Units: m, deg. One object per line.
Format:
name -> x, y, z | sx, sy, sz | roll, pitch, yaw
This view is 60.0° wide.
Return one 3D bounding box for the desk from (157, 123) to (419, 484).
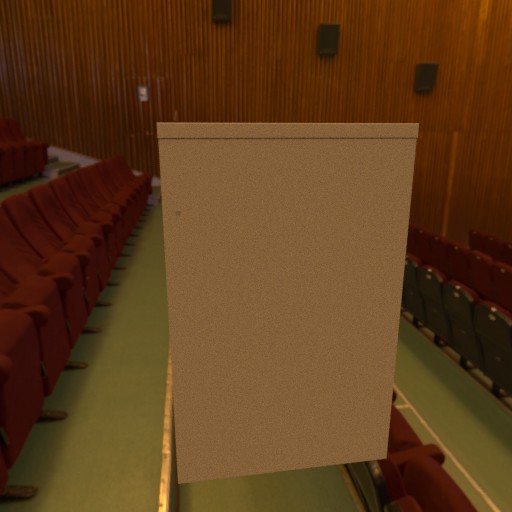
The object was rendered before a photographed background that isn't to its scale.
desk -> 0.000, 0.000, 1.299 | 0.482, 0.730, 0.898 | -3, 16, -9
